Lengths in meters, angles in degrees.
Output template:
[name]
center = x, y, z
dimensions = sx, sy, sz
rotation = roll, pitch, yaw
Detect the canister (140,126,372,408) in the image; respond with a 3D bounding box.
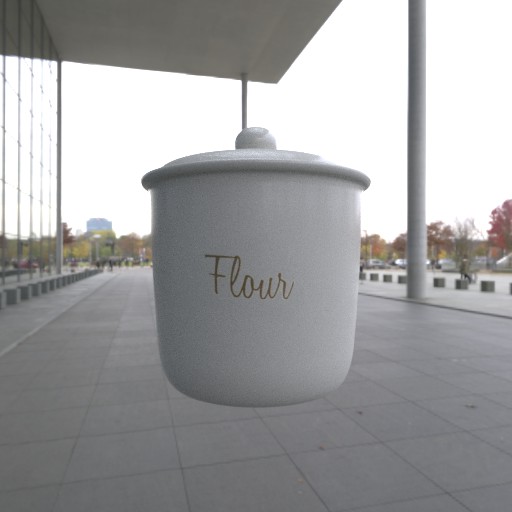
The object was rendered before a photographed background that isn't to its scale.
[canister]
center = 0.000, 0.000, 0.360
dimensions = 0.182, 0.208, 0.182
rotation = 0, 0, 0
